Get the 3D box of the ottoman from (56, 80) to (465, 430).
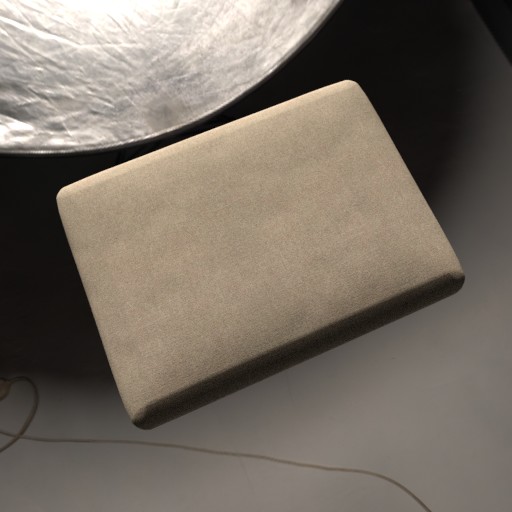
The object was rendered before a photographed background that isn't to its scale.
[{"bbox_3d":[0.000,0.000,1.214,0.823,0.478,0.610,-23,77,-6],"label":"ottoman"}]
